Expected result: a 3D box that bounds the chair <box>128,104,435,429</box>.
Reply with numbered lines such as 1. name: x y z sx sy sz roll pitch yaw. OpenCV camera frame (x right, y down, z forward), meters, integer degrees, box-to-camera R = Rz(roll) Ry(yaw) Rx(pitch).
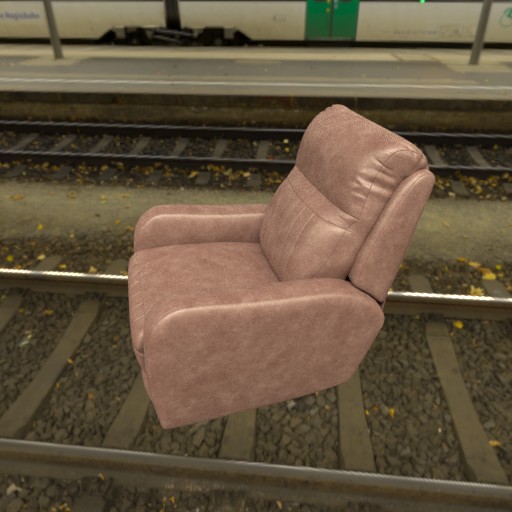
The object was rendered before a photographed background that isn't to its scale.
1. chair: 0.000 0.000 1.844 1.067 1.067 0.865 -8 32 -13
